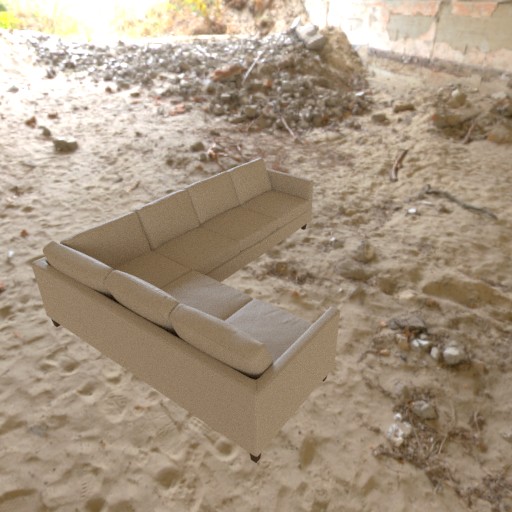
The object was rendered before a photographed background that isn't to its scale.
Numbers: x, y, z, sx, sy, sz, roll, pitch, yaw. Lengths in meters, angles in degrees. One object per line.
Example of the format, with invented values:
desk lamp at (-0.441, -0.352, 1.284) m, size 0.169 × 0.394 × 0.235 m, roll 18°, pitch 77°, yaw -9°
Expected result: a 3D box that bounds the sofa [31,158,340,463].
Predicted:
sofa at (0.000, 0.000, 4.343) m, size 2.432 × 0.863 × 3.182 m, roll 21°, pitch 36°, yaw 31°
